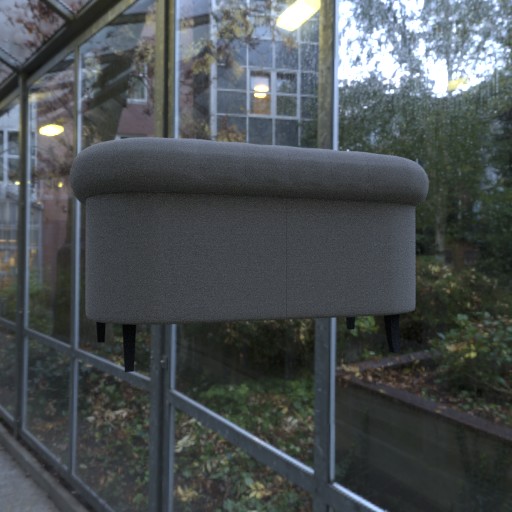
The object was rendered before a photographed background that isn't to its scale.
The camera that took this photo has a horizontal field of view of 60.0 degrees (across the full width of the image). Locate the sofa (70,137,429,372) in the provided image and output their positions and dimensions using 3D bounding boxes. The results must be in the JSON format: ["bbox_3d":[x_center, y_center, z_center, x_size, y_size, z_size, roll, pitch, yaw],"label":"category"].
[{"bbox_3d":[0.000,0.000,1.984,1.558,0.827,0.835,0,0,-17],"label":"sofa"}]
